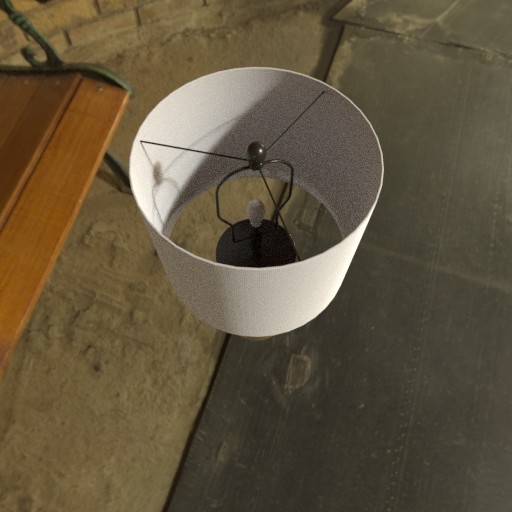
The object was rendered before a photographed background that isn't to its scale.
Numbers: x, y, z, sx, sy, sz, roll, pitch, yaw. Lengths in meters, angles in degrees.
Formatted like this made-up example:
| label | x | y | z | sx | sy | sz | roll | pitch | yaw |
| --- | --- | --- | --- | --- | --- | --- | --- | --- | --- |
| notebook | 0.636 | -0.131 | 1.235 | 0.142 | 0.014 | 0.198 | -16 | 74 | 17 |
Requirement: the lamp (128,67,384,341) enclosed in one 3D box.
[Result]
| label | x | y | z | sx | sy | sz | roll | pitch | yaw |
| --- | --- | --- | --- | --- | --- | --- | --- | --- | --- |
| lamp | 0.000 | 0.000 | 0.770 | 0.304 | 0.573 | 0.304 | -17 | 64 | -9 |
